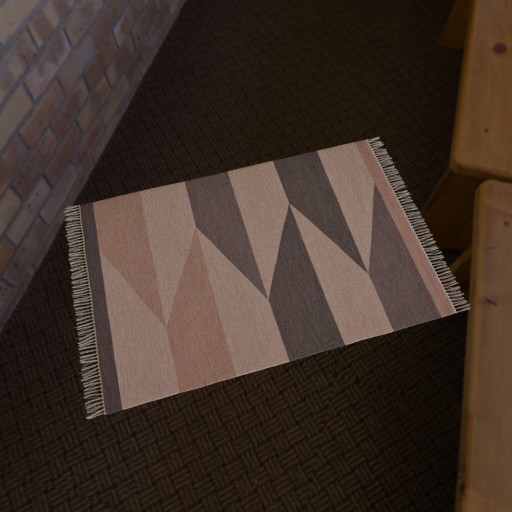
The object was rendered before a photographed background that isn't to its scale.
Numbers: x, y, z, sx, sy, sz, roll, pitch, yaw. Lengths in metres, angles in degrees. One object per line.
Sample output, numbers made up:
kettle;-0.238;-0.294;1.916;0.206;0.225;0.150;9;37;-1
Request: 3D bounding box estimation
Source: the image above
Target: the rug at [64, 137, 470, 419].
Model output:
rug;0.000;0.000;2.468;2.021;0.027;1.224;-14;64;-7
